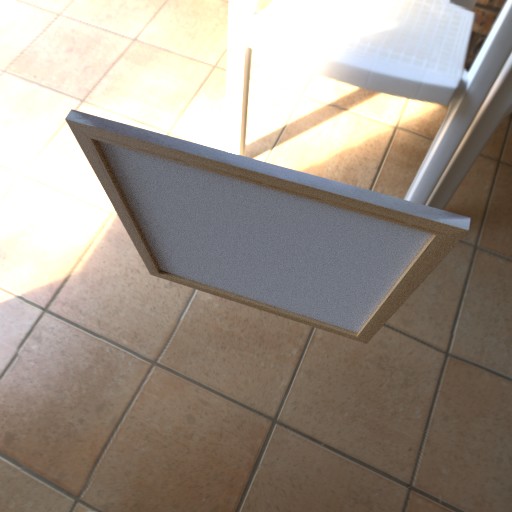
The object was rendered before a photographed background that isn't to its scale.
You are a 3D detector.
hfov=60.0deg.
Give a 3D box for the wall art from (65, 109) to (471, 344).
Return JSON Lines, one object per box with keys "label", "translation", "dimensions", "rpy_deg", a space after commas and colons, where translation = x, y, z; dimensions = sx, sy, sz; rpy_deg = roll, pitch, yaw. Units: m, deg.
{"label": "wall art", "translation": [0.000, 0.000, 1.144], "dimensions": [0.762, 0.762, 0.027], "rpy_deg": [17, 66, 8]}
